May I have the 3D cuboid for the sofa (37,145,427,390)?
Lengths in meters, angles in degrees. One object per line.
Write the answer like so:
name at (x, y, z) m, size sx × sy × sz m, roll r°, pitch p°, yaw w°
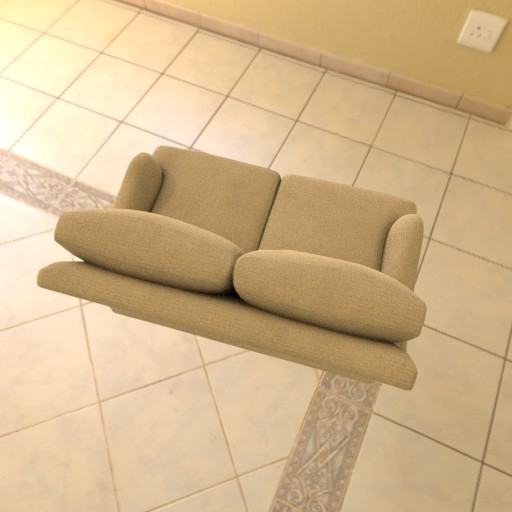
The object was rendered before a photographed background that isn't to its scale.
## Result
sofa at (0.000, 0.000, 2.160) m, size 1.480 × 0.999 × 1.087 m, roll 14°, pitch 64°, yaw 7°
